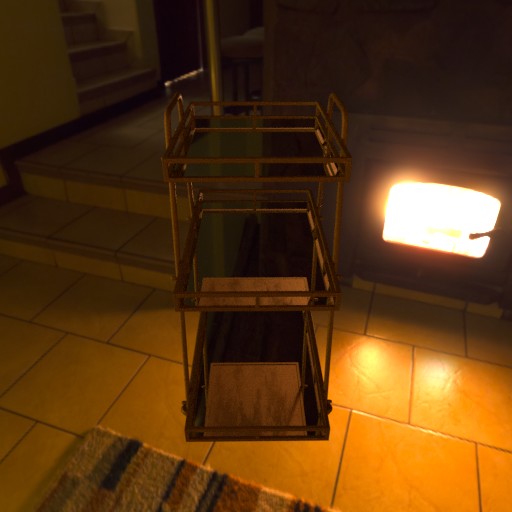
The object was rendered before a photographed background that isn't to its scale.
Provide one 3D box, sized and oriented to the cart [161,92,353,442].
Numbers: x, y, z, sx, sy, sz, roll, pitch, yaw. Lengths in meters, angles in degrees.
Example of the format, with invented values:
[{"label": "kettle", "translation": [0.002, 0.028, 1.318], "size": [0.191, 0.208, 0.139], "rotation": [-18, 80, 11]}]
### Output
[{"label": "cart", "translation": [0.000, 0.000, 1.291], "size": [0.441, 0.883, 0.711], "rotation": [0, 32, -1]}]
